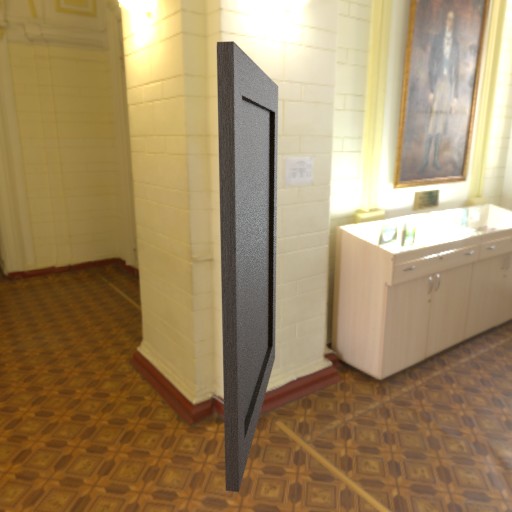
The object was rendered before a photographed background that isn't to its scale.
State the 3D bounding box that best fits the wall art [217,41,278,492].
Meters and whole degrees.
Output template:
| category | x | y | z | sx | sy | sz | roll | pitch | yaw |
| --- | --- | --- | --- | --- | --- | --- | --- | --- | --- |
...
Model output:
| category | x | y | z | sx | sy | sz | roll | pitch | yaw |
| --- | --- | --- | --- | --- | --- | --- | --- | --- | --- |
| wall art | 0.000 | 0.000 | 0.658 | 0.017 | 0.513 | 0.359 | 2 | 15 | 9 |
